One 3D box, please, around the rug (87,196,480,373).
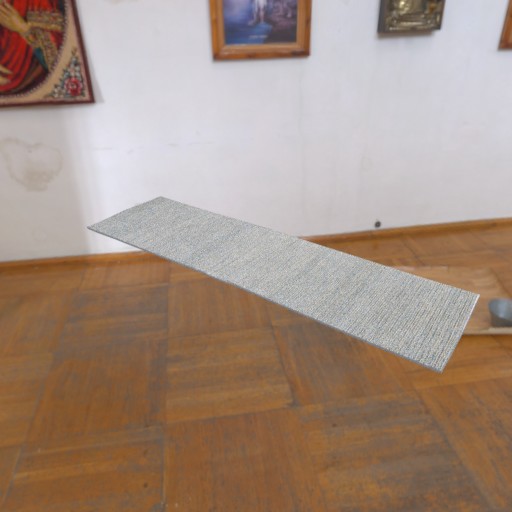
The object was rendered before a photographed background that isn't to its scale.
[{"bbox_3d":[0.000,0.000,2.616,2.341,0.037,0.675,19,34,31],"label":"rug"}]
